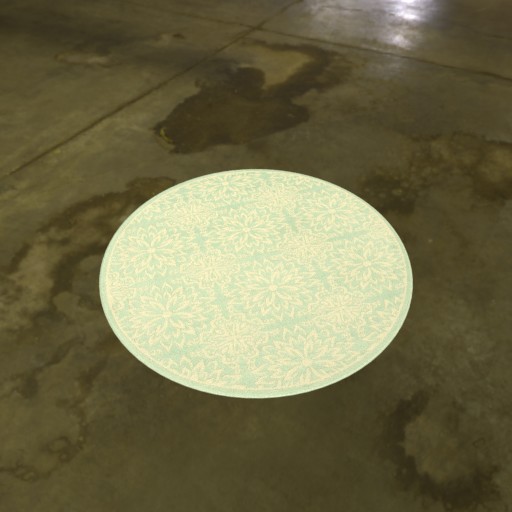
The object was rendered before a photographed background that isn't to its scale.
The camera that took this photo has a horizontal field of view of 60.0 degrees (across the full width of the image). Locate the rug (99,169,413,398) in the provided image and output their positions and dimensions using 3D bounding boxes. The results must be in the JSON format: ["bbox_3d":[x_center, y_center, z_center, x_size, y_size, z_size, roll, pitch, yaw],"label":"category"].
[{"bbox_3d":[0.000,0.000,2.320,1.593,0.012,1.593,0,45,0],"label":"rug"}]
